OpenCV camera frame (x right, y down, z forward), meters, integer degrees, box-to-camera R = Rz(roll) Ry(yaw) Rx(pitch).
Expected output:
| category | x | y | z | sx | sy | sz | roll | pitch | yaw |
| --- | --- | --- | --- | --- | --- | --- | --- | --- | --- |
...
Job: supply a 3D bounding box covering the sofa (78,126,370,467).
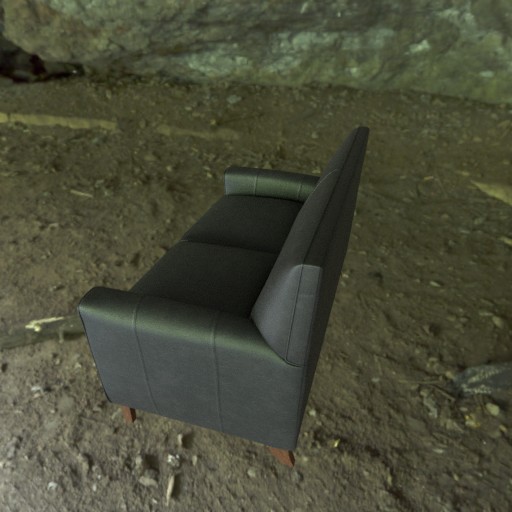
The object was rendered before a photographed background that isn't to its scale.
| category | x | y | z | sx | sy | sz | roll | pitch | yaw |
| --- | --- | --- | --- | --- | --- | --- | --- | --- | --- |
| sofa | 0.000 | 0.000 | 1.983 | 0.787 | 0.871 | 1.473 | 8 | 31 | 15 |
